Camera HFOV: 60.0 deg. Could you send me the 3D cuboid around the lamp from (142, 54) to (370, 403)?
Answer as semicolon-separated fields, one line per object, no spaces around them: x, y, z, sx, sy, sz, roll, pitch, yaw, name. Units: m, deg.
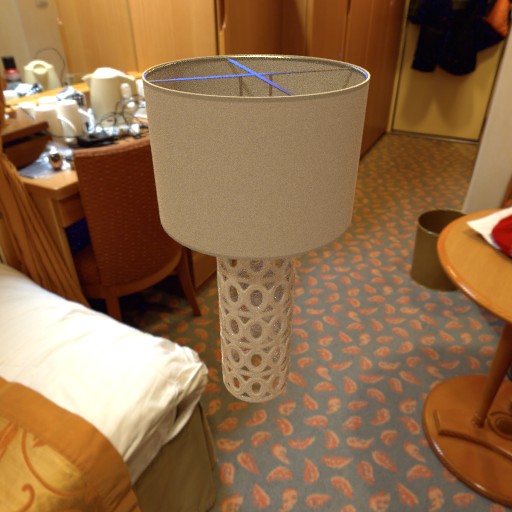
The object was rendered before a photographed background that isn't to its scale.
0.000;0.000;0.815;0.325;0.636;0.324;-10;34;-16;lamp
